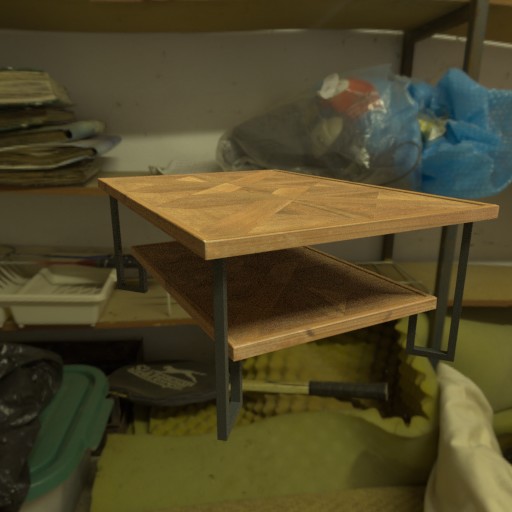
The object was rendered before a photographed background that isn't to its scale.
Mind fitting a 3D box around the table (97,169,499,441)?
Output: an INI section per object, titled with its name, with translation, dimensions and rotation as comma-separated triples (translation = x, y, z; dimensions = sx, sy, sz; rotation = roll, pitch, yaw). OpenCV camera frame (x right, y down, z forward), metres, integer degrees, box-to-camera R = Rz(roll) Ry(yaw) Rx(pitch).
[table]
translation = 0.000, 0.000, 1.626
dimensions = 0.877, 0.492, 1.238
rotation = -8, 18, -27
